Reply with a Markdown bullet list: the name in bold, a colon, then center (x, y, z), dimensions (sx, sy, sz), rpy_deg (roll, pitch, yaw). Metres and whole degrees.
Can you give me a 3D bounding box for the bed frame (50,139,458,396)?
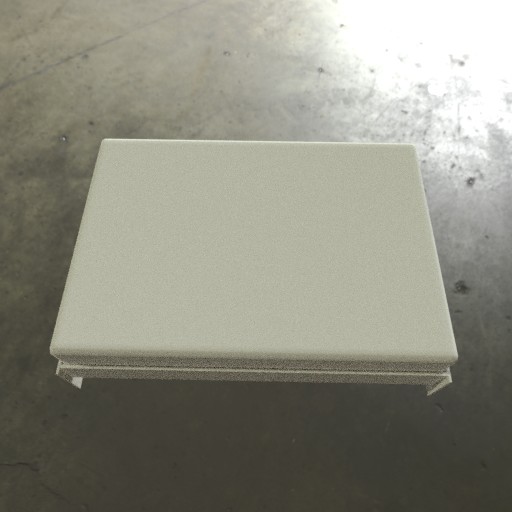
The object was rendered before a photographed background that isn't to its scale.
- **bed frame**: center (0.000, 0.000, 2.581), dimensions (1.945, 0.497, 1.445), rpy_deg (1, 61, 1)
